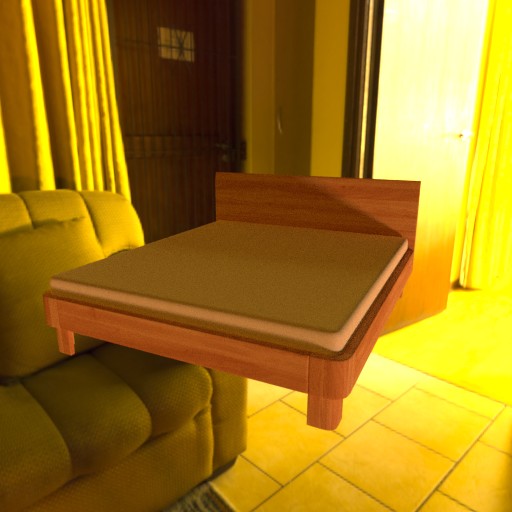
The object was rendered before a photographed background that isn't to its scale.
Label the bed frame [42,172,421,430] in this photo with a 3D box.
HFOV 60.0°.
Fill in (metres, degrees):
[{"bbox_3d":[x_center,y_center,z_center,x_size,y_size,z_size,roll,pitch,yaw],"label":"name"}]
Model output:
[{"bbox_3d":[0.000,0.000,3.106,1.872,0.940,2.092,7,17,25],"label":"bed frame"}]
